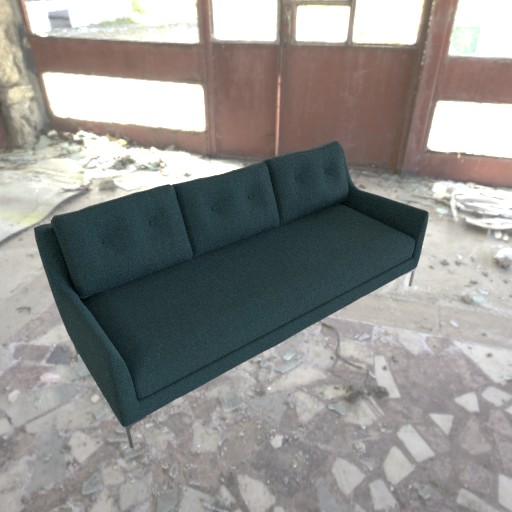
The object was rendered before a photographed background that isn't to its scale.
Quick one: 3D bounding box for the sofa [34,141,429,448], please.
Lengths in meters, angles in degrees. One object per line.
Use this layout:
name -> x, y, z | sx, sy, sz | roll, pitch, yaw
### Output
sofa -> 0.000, 0.000, 2.519 | 2.060, 0.837, 0.849 | -22, 38, -31
